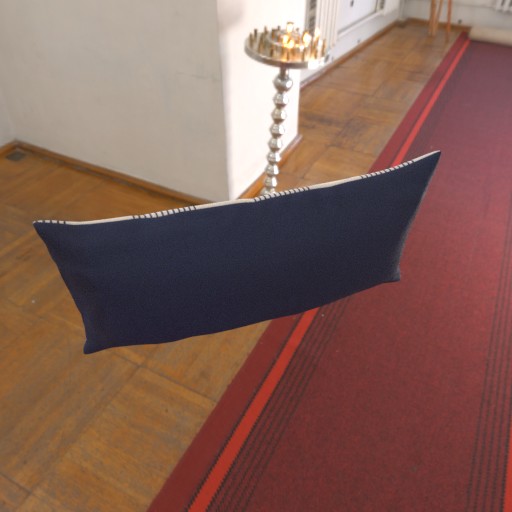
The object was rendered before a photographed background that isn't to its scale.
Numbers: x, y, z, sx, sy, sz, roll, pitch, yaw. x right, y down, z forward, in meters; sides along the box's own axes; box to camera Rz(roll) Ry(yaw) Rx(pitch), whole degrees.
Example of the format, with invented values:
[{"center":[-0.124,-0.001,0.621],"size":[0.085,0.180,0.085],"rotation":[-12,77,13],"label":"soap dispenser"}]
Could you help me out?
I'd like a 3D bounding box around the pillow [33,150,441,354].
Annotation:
[{"center":[0.000,0.000,0.727],"size":[0.610,0.287,0.151],"rotation":[-12,43,-13],"label":"pillow"}]
